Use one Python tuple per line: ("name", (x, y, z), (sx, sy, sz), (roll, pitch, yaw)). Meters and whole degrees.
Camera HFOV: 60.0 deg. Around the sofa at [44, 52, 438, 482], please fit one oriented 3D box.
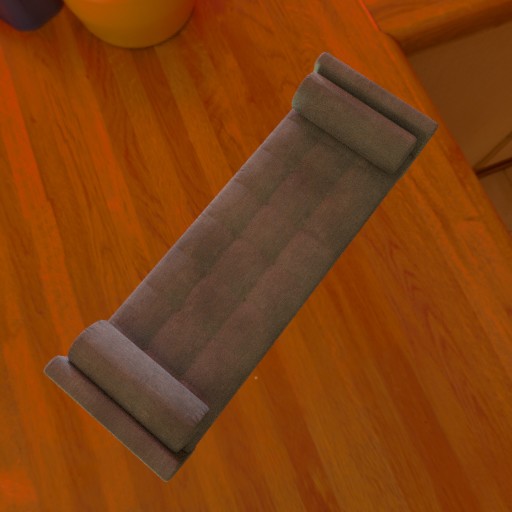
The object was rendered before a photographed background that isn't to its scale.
("sofa", (0.000, 0.000, 2.246), (0.686, 0.635, 1.981), (37, 78, 9))
